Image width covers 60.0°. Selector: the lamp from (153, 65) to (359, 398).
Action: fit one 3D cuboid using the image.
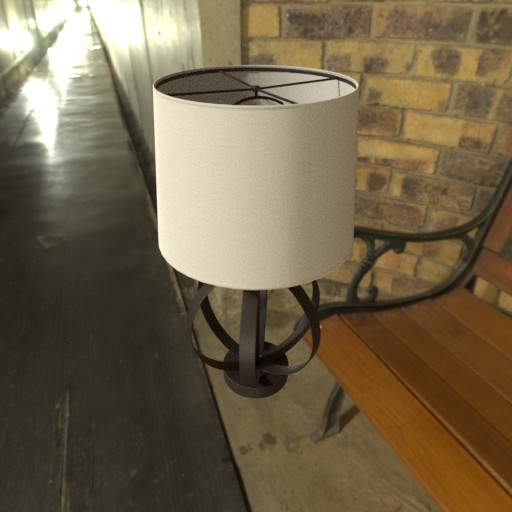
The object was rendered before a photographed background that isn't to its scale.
[{"bbox_3d":[0.000,0.000,0.685,0.286,0.510,0.286,0,32,0],"label":"lamp"}]
